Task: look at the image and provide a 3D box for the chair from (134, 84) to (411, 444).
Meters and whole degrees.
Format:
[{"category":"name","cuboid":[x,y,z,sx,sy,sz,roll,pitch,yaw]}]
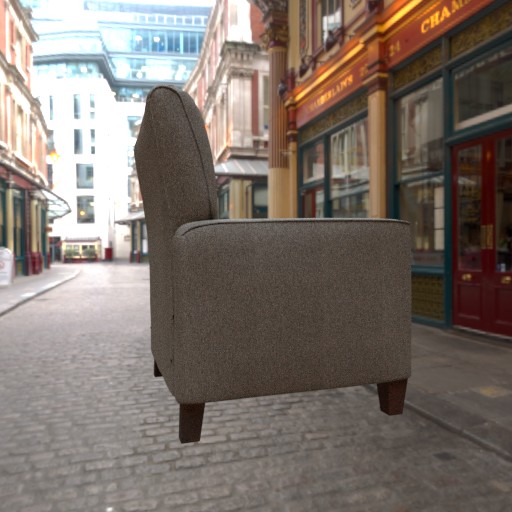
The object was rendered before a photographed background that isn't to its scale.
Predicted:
[{"category":"chair","cuboid":[0.000,0.000,1.669,0.858,1.028,0.841,0,0,-19]}]
